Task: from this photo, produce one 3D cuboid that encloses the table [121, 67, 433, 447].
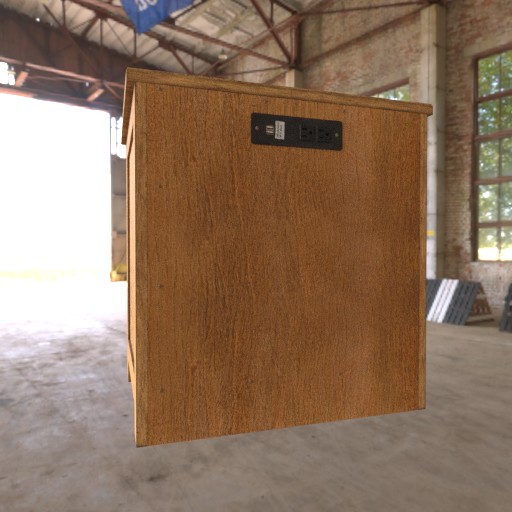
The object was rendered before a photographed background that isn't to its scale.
[{"bbox_3d":[0.000,0.000,1.048,0.601,0.625,0.494,0,1,-18],"label":"table"}]
